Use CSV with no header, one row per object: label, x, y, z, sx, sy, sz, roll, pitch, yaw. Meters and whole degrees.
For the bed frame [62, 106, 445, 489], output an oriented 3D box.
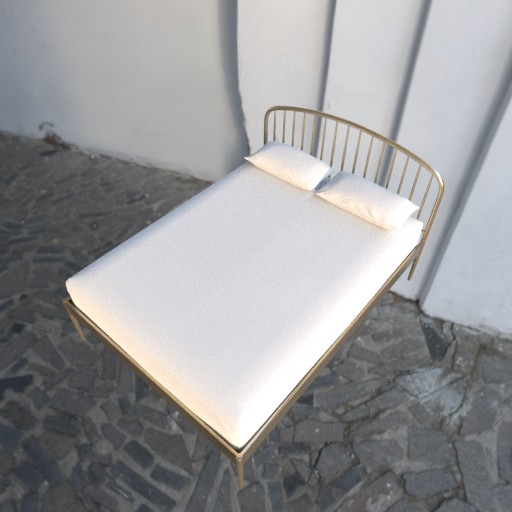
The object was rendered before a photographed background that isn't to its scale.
bed frame,0.000,0.000,3.100,1.612,1.175,2.152,31,53,27
